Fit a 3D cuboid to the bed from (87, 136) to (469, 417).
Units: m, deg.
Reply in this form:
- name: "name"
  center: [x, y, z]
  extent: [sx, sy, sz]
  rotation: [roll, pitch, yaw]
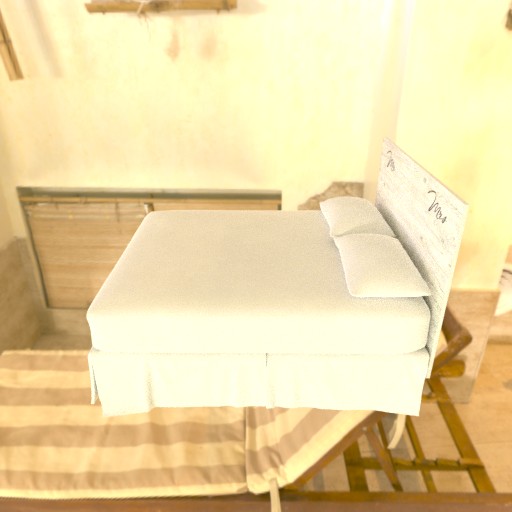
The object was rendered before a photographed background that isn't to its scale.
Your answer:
- name: "bed"
  center: [0.000, 0.000, 3.148]
  extent: [2.094, 1.335, 1.745]
  rotation: [0, 27, 0]
